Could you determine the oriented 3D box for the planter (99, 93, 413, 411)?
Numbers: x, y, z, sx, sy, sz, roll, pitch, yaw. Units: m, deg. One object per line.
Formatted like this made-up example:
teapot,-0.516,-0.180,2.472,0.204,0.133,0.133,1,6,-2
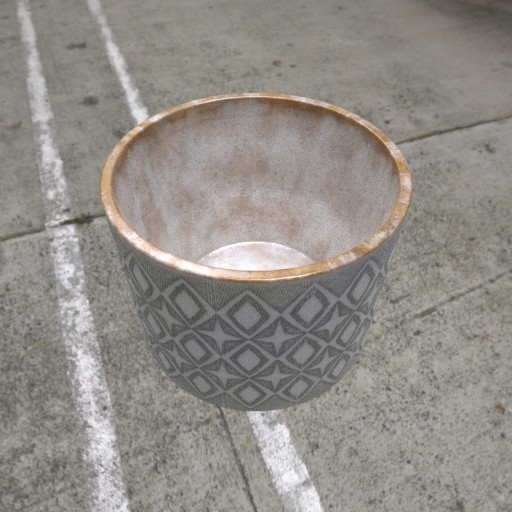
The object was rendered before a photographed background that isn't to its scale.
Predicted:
planter,0.000,0.000,0.450,0.255,0.223,0.255,0,47,0
